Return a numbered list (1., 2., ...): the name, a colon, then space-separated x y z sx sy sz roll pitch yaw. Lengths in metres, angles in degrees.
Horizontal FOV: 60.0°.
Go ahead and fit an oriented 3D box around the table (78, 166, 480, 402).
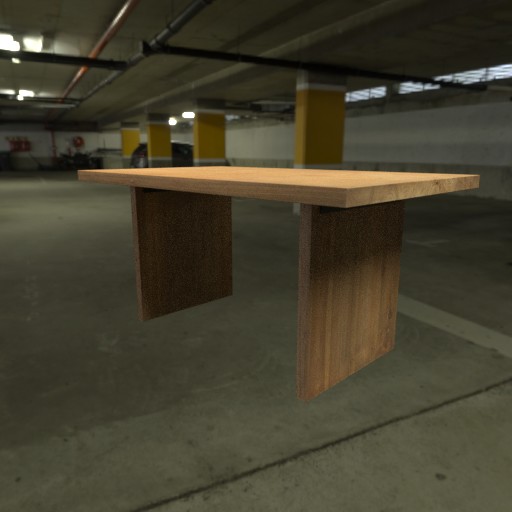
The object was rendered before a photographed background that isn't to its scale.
1. table: 0.000 0.000 2.104 0.946 0.780 1.609 -13 18 -43
